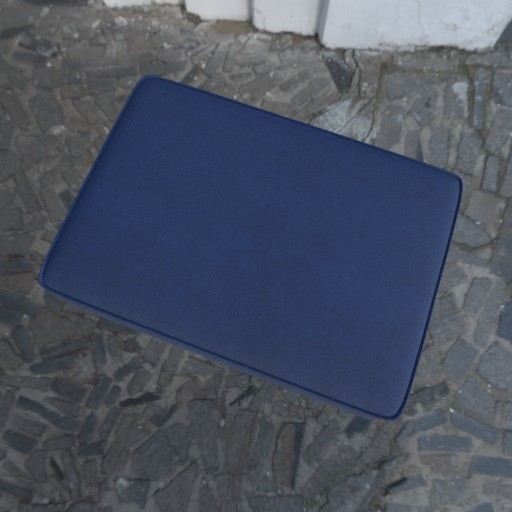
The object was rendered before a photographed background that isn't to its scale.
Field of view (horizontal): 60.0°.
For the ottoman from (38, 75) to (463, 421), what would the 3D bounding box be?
[{"bbox_3d":[0.000,0.000,1.386,0.965,0.584,0.686,20,75,5],"label":"ottoman"}]
